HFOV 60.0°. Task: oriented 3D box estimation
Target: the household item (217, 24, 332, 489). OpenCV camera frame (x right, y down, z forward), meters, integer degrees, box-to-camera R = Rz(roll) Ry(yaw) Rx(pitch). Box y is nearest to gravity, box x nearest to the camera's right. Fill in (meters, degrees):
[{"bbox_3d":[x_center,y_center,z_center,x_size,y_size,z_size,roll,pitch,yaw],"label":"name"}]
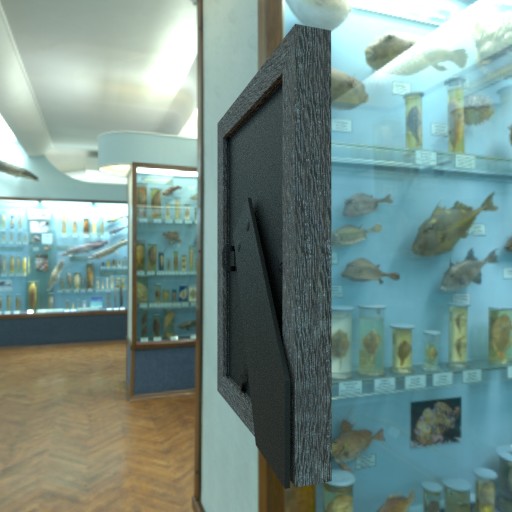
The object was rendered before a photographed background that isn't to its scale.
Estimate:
[{"bbox_3d":[0.000,0.000,0.237,0.020,0.180,0.133,0,0,-18],"label":"household item"}]
